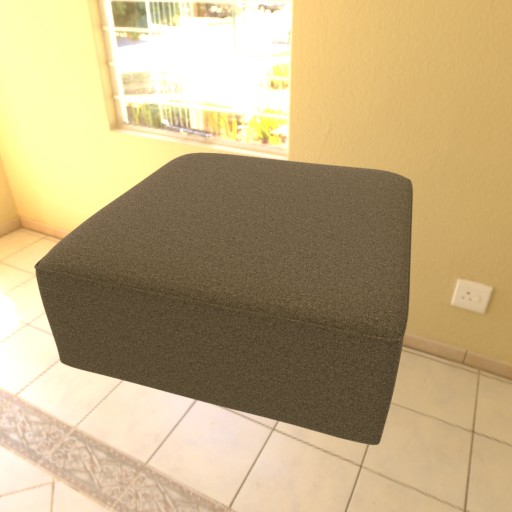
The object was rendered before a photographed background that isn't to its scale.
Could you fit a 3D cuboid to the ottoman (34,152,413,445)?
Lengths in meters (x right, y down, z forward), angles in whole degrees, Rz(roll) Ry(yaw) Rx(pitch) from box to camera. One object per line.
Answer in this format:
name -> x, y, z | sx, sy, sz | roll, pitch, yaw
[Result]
ottoman -> 0.000, 0.000, 1.583 | 1.005, 0.464, 1.015 | 9, 33, 15
